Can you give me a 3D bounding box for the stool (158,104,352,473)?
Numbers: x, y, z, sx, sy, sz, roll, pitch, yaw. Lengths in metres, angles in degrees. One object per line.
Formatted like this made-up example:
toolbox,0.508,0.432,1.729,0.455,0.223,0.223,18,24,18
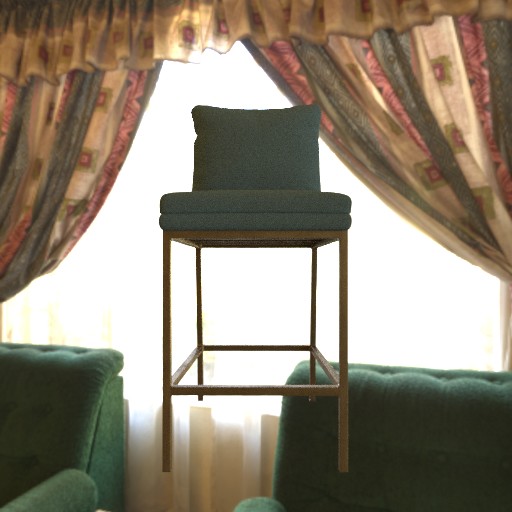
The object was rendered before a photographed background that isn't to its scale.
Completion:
stool,0.000,0.000,1.326,0.463,1.032,0.568,0,0,0
